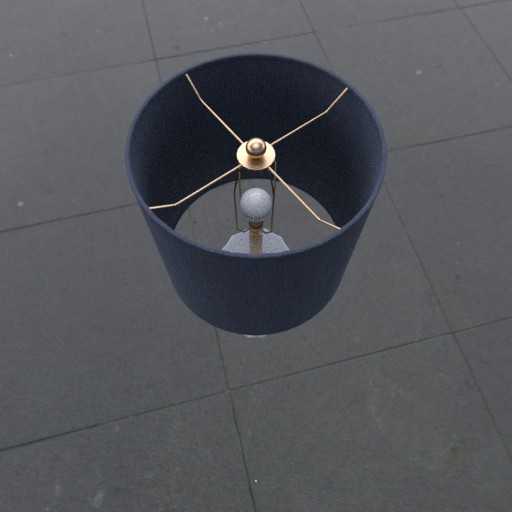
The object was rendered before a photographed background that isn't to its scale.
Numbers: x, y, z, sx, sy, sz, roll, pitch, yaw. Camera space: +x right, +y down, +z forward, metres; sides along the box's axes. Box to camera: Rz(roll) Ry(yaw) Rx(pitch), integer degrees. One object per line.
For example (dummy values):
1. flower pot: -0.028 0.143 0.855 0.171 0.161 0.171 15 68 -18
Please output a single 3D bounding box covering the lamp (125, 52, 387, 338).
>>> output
1. lamp: 0.000 0.000 0.709 0.277 0.537 0.277 1 63 0
